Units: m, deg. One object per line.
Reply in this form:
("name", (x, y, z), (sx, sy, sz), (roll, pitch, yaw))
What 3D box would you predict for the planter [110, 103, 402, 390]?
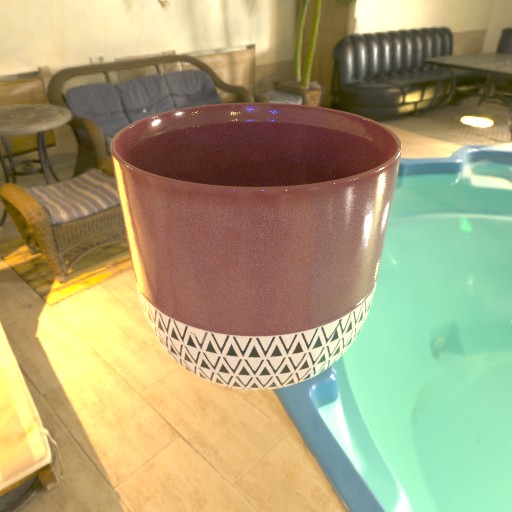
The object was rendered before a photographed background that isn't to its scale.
("planter", (0.000, 0.000, 0.488), (0.266, 0.270, 0.266), (0, 31, 0))
